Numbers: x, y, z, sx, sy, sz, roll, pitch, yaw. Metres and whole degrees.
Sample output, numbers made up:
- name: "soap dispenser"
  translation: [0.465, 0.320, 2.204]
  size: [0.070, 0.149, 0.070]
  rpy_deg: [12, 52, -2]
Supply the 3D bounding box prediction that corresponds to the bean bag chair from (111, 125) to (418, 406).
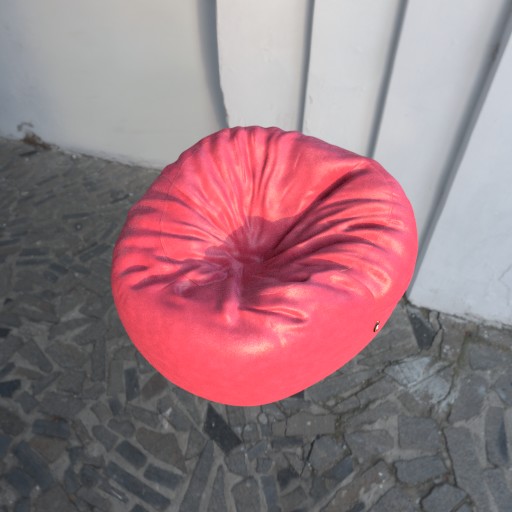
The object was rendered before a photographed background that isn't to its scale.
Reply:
- name: "bean bag chair"
  translation: [0.000, 0.000, 2.421]
  size: [1.524, 0.878, 1.524]
  rpy_deg: [29, 53, 25]
